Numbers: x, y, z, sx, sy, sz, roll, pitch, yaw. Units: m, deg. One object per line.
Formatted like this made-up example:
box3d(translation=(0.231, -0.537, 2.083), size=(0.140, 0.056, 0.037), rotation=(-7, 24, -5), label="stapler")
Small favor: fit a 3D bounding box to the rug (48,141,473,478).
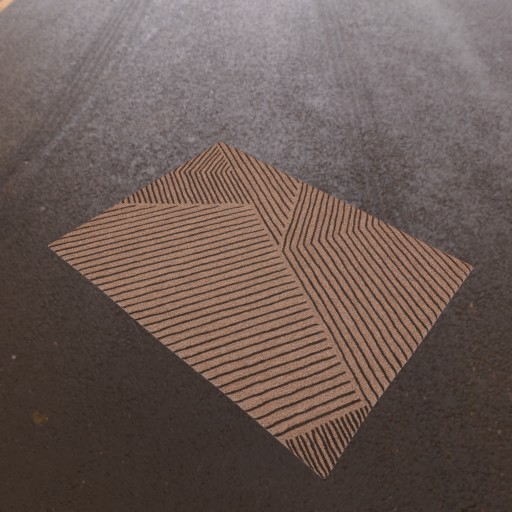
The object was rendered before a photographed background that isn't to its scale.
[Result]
box3d(translation=(0.000, 0.000, 3.166), size=(2.449, 0.028, 1.829), rotation=(32, 54, 26), label="rug")
